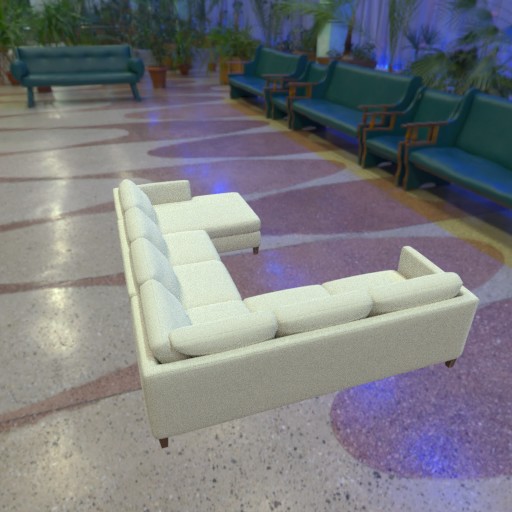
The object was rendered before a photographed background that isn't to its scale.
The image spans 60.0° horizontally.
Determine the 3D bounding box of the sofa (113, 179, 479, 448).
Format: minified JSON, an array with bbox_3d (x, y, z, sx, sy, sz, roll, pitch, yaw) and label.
[{"bbox_3d":[0.000,0.000,4.439,2.551,0.853,3.238,-10,32,-16],"label":"sofa"}]
